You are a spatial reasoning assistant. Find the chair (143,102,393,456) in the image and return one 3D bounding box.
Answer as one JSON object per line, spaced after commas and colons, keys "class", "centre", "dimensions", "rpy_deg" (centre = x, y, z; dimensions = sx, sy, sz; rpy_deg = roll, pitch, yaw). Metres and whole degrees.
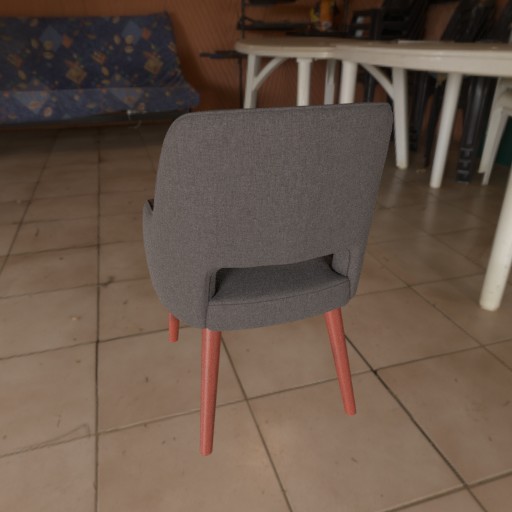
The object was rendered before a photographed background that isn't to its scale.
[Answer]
{"class": "chair", "centre": [0.000, 0.000, 1.184], "dimensions": [0.559, 0.838, 0.560], "rpy_deg": [-9, 28, -16]}
